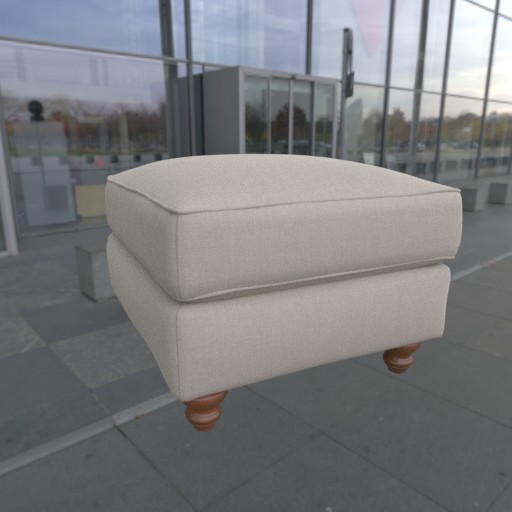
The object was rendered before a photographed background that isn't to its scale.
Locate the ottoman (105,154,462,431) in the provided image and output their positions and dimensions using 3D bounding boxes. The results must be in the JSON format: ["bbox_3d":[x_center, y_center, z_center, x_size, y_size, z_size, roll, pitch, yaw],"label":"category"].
[{"bbox_3d":[0.000,0.000,1.127,0.662,0.505,0.716,-7,16,-25],"label":"ottoman"}]
